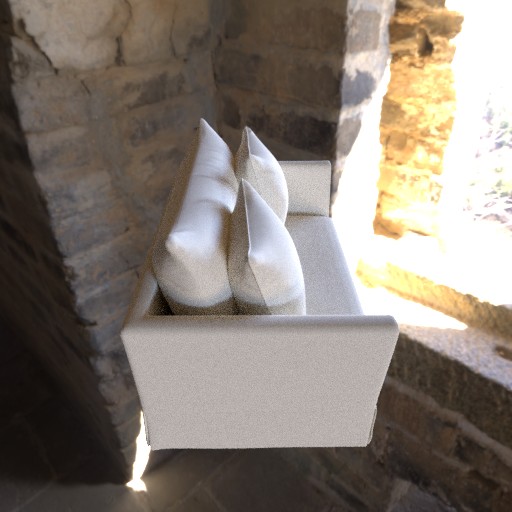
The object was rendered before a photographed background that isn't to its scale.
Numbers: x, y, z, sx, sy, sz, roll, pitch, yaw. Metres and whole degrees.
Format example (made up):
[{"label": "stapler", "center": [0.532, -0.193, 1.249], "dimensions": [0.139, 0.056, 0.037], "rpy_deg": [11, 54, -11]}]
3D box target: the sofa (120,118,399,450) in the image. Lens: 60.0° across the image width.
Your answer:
[{"label": "sofa", "center": [0.000, 0.000, 2.295], "dimensions": [1.026, 1.039, 1.608], "rpy_deg": [0, 33, -1]}]
